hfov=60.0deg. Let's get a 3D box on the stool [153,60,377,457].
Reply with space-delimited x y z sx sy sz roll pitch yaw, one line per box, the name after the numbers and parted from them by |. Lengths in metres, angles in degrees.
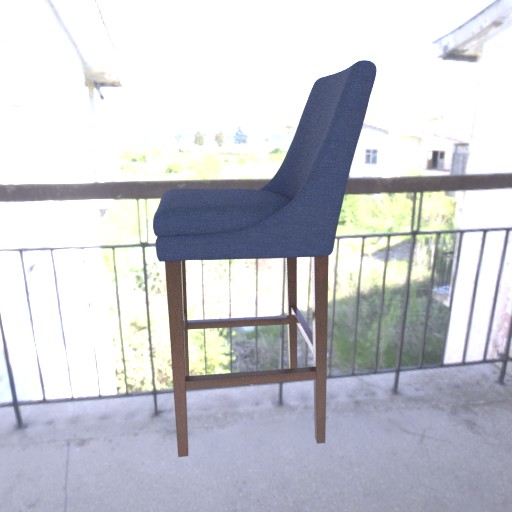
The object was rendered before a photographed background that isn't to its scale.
0.000 0.000 1.373 0.577 1.078 0.470 -2 16 -7 | stool
